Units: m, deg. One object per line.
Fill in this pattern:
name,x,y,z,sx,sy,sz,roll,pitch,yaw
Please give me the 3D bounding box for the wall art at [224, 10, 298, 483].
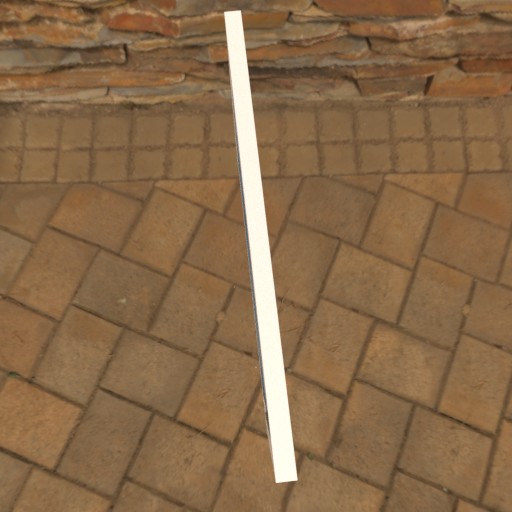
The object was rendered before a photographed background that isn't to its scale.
wall art,0.000,0.000,1.619,0.051,0.902,1.308,-6,76,-2
